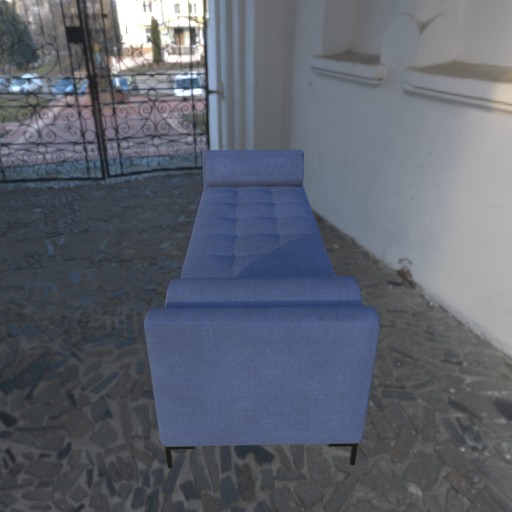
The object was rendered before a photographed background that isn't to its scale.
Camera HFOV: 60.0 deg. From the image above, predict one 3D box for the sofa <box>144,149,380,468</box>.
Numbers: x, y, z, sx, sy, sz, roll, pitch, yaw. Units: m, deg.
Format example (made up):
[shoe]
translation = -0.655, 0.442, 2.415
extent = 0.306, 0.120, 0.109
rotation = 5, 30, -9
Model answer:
[sofa]
translation = 0.000, 0.000, 2.272
extent = 0.686, 0.635, 1.981
rotation = -1, 27, -1
